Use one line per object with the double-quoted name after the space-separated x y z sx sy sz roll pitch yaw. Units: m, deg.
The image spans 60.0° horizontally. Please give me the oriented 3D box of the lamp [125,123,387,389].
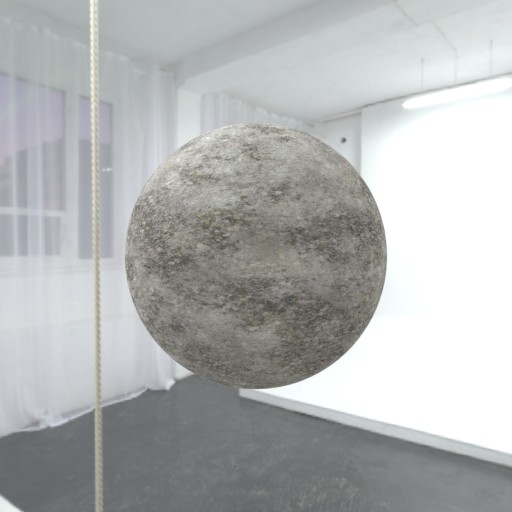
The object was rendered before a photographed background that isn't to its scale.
0.000 0.000 0.743 0.422 0.429 0.422 0 0 0 "lamp"
